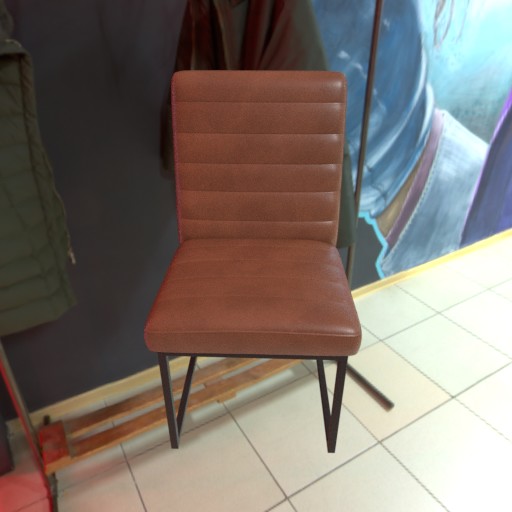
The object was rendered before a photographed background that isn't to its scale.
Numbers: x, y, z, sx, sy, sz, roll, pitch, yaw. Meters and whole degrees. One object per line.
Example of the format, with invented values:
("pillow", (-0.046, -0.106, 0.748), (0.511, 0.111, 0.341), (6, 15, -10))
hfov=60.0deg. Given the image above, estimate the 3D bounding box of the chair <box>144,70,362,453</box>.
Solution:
("chair", (0.000, 0.000, 1.280), (0.520, 0.930, 0.634), (1, 30, 2))
